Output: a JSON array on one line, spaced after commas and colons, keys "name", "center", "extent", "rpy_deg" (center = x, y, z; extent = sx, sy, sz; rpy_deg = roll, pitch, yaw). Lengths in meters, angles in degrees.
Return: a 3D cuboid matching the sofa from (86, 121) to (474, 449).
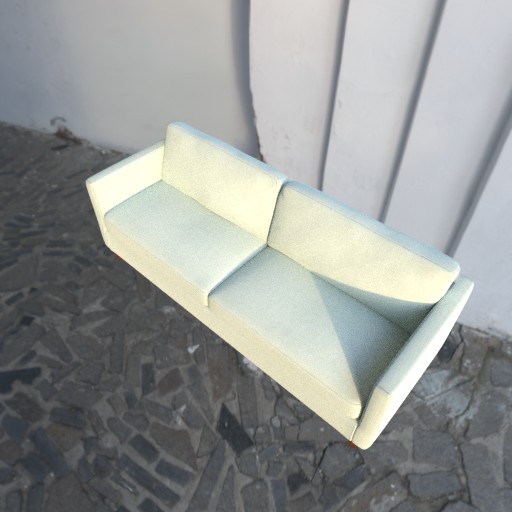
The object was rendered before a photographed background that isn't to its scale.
[{"name": "sofa", "center": [0.000, 0.000, 2.945], "extent": [2.434, 0.965, 0.948], "rpy_deg": [33, 54, 28]}]
